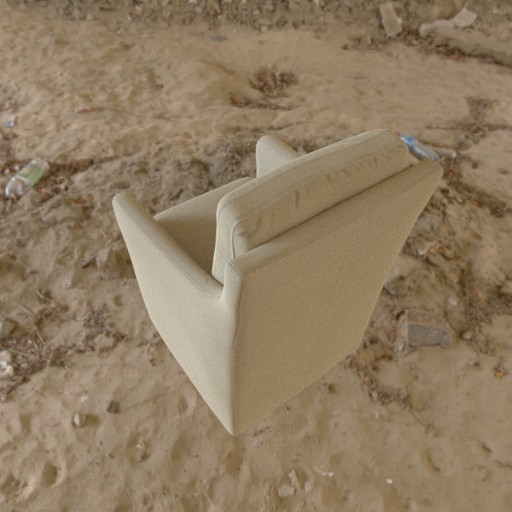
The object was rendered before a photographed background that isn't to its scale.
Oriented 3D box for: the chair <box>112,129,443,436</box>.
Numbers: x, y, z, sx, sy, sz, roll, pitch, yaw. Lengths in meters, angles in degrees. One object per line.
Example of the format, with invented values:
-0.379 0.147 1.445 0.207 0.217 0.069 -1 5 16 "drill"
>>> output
0.000 0.000 1.374 0.626 0.914 0.694 -28 52 -25 "chair"
